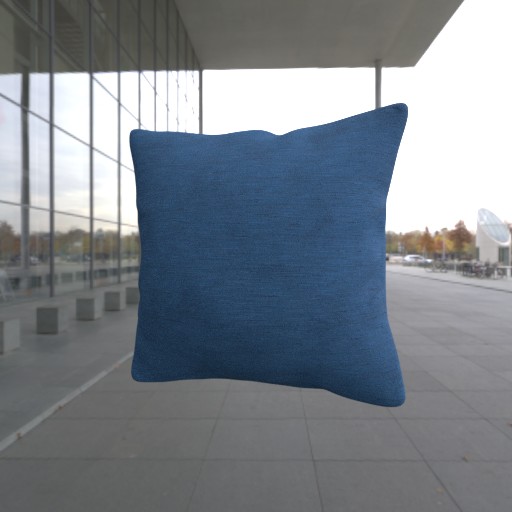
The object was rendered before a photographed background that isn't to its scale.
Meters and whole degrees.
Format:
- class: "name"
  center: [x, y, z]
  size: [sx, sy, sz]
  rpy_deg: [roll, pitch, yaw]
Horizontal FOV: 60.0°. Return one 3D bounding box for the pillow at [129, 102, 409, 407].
- class: "pillow"
  center: [0.000, 0.000, 0.672]
  size: [0.437, 0.420, 0.177]
  rpy_deg: [0, 0, 17]
